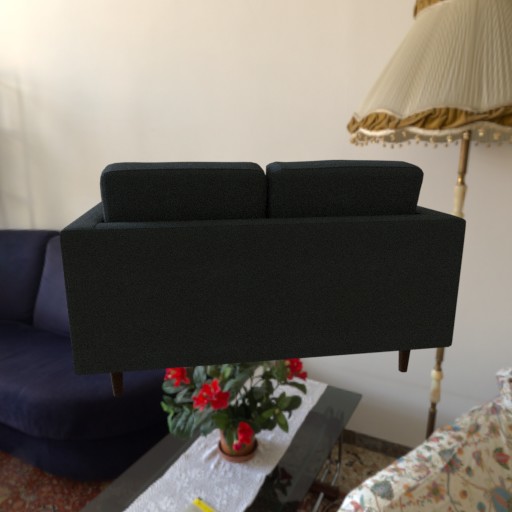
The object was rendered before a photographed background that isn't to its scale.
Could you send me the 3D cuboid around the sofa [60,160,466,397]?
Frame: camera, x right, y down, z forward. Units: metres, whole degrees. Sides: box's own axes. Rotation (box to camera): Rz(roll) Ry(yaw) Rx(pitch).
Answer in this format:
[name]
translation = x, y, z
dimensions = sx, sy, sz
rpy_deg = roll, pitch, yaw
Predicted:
[sofa]
translation = 0.000, 0.000, 2.154
dimensions = 1.518, 0.930, 0.999
rpy_deg = -2, 15, -9
